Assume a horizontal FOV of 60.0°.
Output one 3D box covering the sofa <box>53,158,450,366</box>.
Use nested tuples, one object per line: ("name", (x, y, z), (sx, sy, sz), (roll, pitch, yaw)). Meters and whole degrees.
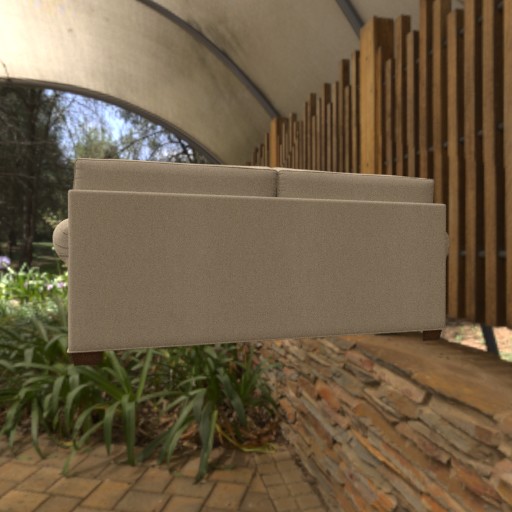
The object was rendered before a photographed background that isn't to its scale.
("sofa", (0.000, 0.000, 2.644), (2.146, 0.962, 0.901), (0, 1, -17))
